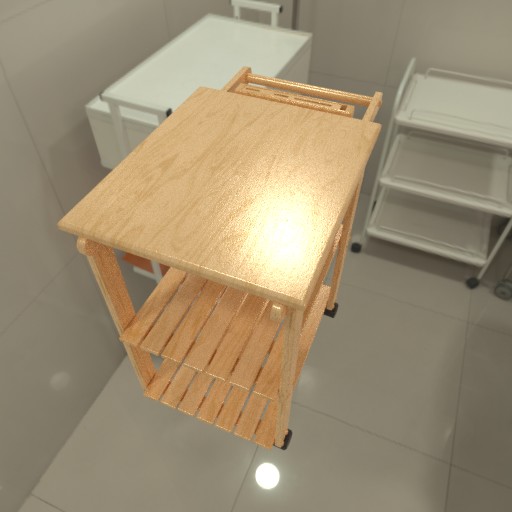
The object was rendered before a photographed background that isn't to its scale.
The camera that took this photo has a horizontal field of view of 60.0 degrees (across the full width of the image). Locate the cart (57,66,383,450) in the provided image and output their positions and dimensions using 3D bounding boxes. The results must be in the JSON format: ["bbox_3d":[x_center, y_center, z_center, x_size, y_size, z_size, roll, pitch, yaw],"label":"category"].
[{"bbox_3d":[0.000,0.000,1.358,0.520,0.816,0.843,17,50,15],"label":"cart"}]
